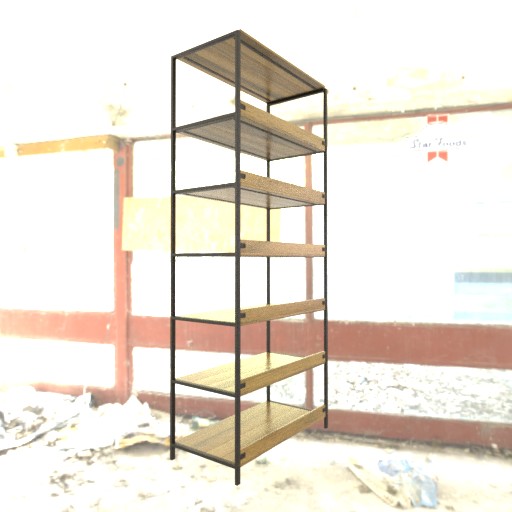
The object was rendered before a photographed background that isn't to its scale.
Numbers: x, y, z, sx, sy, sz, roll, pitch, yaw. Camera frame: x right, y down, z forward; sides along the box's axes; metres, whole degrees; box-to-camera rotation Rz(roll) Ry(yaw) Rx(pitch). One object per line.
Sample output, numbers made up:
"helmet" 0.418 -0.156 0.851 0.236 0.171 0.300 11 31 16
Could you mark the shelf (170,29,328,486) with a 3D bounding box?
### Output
"shelf" 0.000 0.000 2.410 0.431 2.015 0.847 -1 -1 37
